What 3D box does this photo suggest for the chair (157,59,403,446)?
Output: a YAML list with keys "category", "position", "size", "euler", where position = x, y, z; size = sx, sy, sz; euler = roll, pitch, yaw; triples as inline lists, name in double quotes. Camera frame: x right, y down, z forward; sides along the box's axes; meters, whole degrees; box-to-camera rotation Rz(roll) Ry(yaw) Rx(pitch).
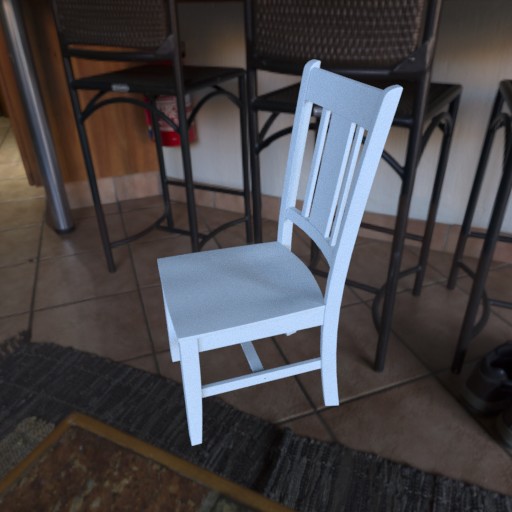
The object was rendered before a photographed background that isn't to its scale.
- category: "chair"
  position: [0.000, 0.000, 1.310]
  size: [0.555, 0.998, 0.450]
  euler: [-10, 32, -15]
